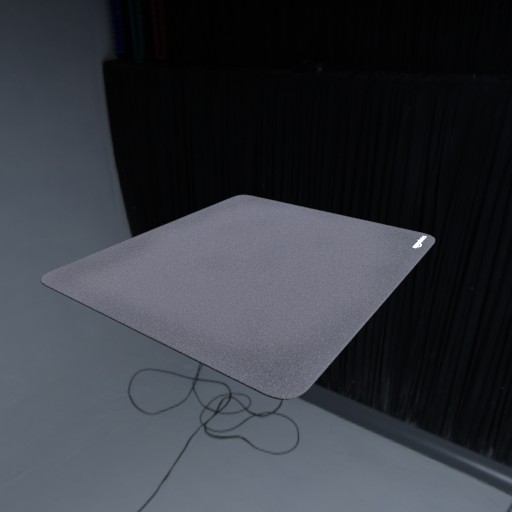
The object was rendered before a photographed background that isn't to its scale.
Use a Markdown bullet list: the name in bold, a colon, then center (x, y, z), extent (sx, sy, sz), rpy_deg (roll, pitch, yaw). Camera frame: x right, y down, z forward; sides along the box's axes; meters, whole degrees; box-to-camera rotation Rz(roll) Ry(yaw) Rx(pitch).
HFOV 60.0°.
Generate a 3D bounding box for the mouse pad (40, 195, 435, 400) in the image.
- **mouse pad**: center (0.000, 0.000, 0.639), extent (0.393, 0.002, 0.451), rpy_deg (17, 30, 32)
